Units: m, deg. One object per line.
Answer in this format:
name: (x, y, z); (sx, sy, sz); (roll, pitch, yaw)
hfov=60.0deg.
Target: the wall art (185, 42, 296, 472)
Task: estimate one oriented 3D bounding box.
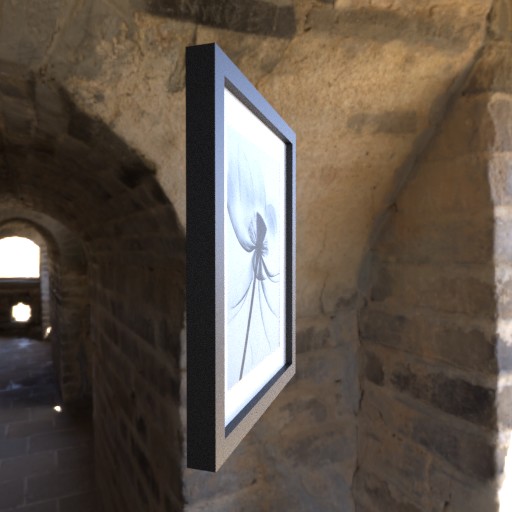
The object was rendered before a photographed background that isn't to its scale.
wall art: (0.000, 0.000, 0.554); (0.029, 0.381, 0.330); (0, 1, 17)
